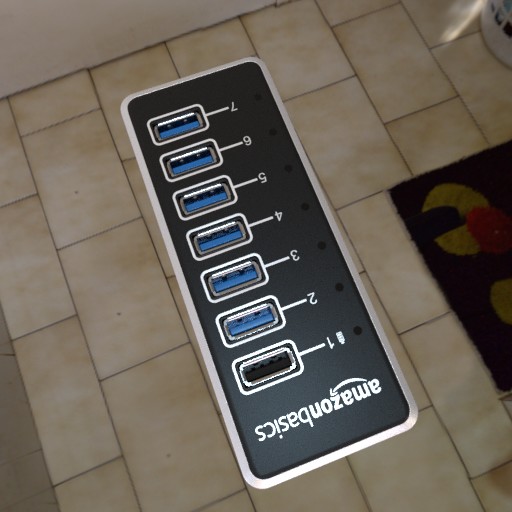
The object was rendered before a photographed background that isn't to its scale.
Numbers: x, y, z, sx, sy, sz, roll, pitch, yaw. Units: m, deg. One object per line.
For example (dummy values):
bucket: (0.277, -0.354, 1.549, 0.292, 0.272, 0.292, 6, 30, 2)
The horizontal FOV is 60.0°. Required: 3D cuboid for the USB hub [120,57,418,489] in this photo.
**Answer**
USB hub: (0.000, 0.000, 0.126, 0.044, 0.023, 0.110, -20, 76, -5)
